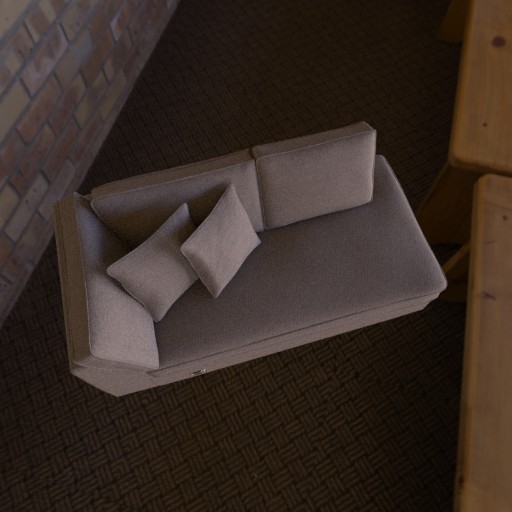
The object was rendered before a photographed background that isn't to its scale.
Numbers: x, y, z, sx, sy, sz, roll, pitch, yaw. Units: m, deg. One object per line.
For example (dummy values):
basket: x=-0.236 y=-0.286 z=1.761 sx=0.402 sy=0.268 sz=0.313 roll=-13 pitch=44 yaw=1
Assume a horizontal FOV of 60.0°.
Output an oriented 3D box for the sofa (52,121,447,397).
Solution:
sofa: x=0.000 y=0.000 z=2.829 sx=2.237 sy=1.033 sz=1.110 roll=-15 pitch=65 yaw=-7
